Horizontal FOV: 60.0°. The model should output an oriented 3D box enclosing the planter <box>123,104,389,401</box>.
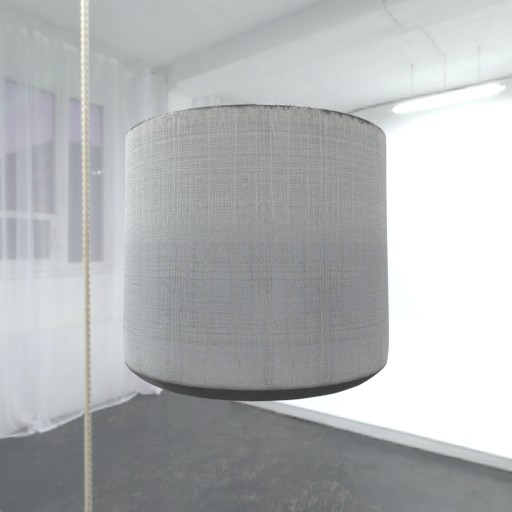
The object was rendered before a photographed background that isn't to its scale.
[{"bbox_3d":[0.000,0.000,0.441,0.254,0.221,0.254,0,0,0],"label":"planter"}]
